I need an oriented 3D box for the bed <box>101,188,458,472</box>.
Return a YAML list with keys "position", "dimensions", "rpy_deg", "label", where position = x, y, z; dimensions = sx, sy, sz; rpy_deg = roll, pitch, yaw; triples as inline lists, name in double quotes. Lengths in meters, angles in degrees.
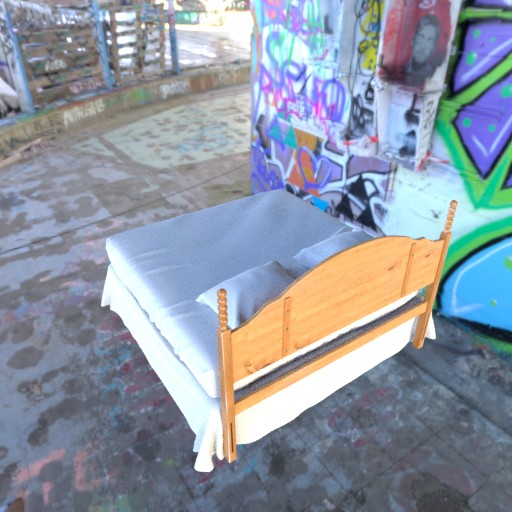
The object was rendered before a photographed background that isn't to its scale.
- position: [0.000, 0.000, 3.727]
  dimensions: [2.322, 1.355, 2.219]
  rpy_deg: [-20, 37, -28]
  label: "bed"
